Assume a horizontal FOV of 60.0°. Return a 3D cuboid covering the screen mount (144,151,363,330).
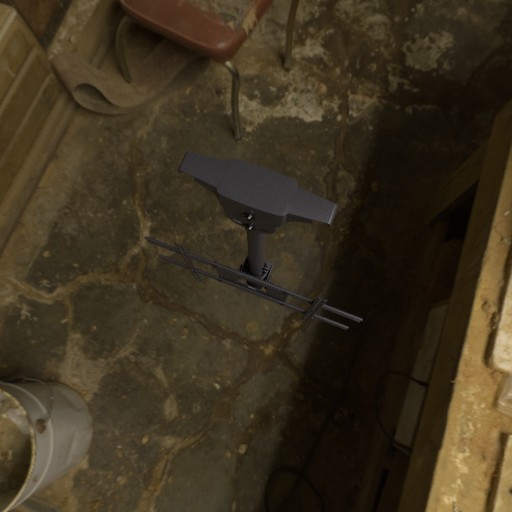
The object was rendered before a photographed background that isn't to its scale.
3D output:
[{"bbox_3d":[0.000,0.000,1.061,0.595,0.775,0.090,21,75,6],"label":"screen mount"}]
